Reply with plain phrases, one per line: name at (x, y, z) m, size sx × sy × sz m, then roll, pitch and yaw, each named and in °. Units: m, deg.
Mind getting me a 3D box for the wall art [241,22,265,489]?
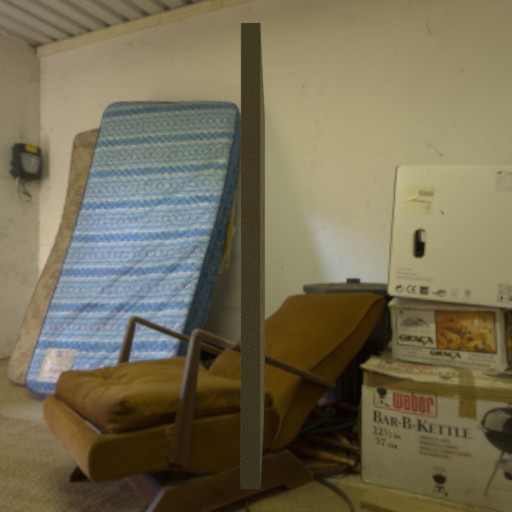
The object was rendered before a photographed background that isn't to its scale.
wall art at (0.000, 0.000, 1.175) m, size 0.039 × 0.915 × 0.612 m, roll 0°, pitch 0°, yaw 2°
